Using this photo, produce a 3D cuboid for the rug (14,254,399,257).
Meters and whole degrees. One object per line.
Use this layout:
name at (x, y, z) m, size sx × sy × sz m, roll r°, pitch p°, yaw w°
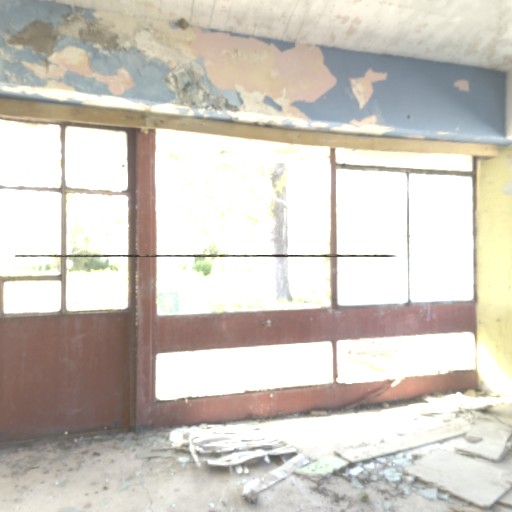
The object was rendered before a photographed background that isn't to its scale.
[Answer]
rug at (0.000, 0.000, 4.034) m, size 2.438 × 0.016 × 3.048 m, roll 0°, pitch 0°, yaw 19°
